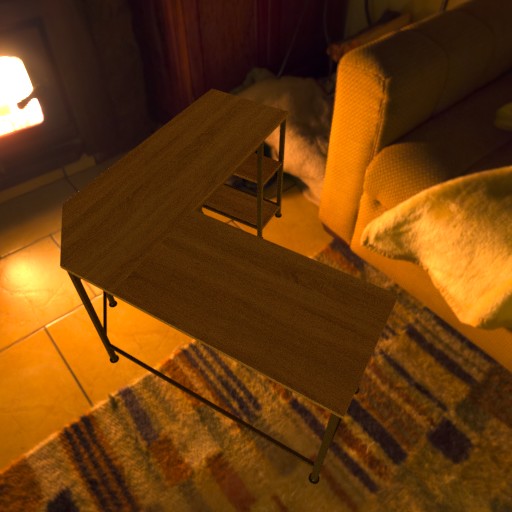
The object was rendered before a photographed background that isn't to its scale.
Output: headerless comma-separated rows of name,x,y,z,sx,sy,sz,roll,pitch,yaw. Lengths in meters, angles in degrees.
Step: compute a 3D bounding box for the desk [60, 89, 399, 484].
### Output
desk,0.000,0.000,2.167,1.379,0.739,1.379,23,53,19
